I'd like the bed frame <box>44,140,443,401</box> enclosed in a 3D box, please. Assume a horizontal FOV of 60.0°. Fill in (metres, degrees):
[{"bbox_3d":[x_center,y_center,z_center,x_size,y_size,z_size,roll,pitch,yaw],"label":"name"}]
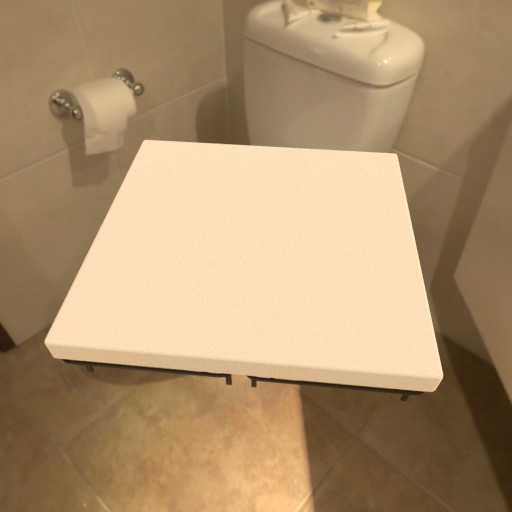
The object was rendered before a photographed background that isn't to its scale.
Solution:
[{"bbox_3d":[0.000,0.000,3.061,2.033,0.525,1.935,4,47,4],"label":"bed frame"}]
